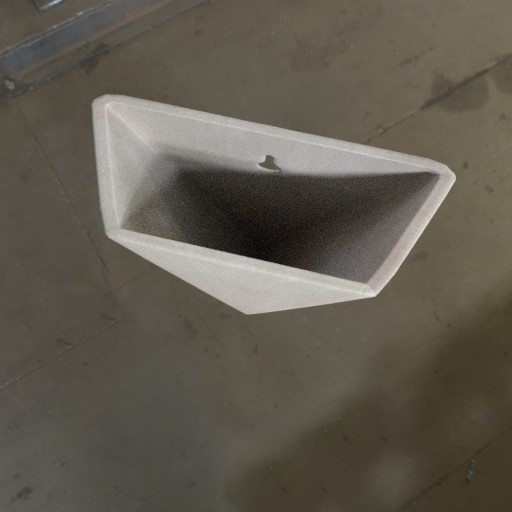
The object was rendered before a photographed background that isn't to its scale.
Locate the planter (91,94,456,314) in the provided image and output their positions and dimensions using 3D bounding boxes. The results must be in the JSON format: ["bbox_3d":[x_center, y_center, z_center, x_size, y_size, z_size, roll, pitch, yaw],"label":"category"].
[{"bbox_3d":[0.000,0.000,0.267,0.150,0.197,0.060,13,76,3],"label":"planter"}]
